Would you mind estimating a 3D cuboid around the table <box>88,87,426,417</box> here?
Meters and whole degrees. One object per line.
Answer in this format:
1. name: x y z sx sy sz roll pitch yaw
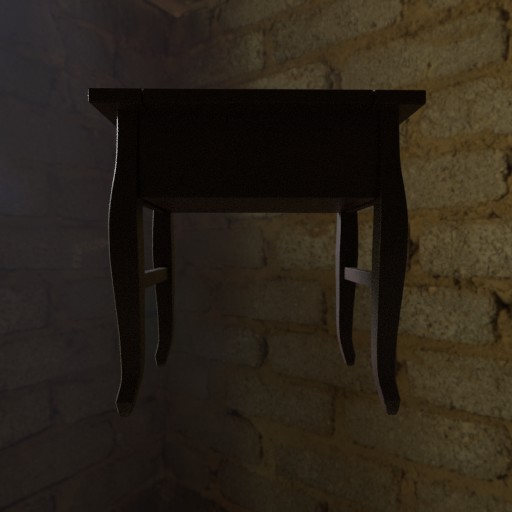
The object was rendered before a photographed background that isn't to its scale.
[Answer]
1. table: 0.000 0.000 1.022 0.602 0.605 0.460 0 1 -1
